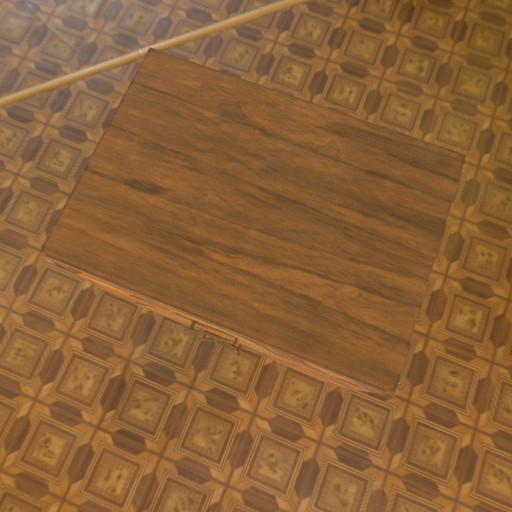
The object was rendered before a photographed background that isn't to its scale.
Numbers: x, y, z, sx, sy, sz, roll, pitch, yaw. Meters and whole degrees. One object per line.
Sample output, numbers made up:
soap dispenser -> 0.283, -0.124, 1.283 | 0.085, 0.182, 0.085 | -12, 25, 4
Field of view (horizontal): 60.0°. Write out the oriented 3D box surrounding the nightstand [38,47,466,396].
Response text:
nightstand -> 0.000, 0.000, 1.042 | 0.610, 0.610, 0.458 | 21, 76, 5
